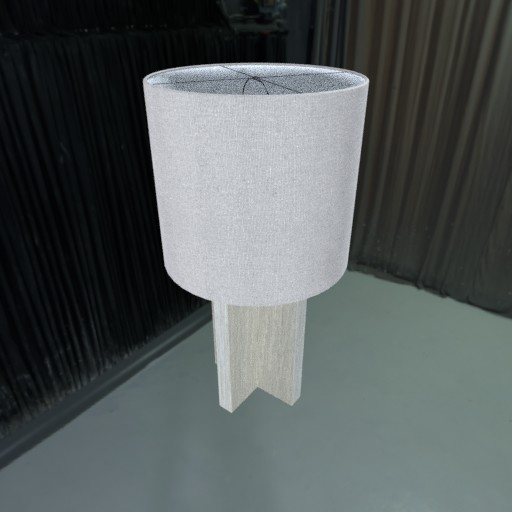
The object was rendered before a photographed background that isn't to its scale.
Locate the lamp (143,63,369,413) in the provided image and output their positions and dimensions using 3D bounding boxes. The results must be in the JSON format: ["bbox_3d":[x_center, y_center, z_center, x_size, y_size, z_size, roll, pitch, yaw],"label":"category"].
[{"bbox_3d":[0.000,0.000,0.563,0.229,0.428,0.229,20,35,31],"label":"lamp"}]
